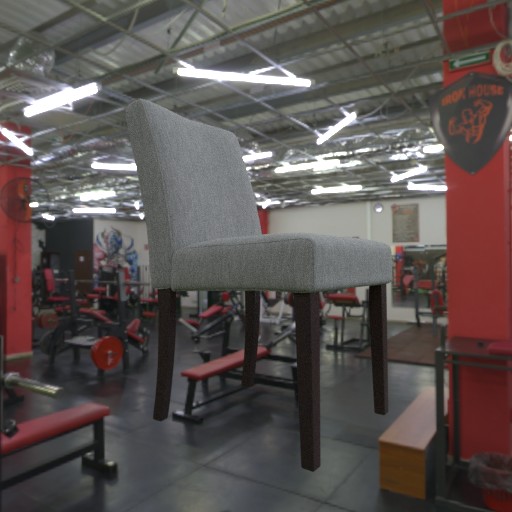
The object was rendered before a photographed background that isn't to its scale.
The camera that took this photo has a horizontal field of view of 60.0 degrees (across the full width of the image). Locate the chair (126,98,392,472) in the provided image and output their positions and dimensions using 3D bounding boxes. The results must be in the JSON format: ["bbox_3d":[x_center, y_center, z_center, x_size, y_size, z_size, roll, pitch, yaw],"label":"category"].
[{"bbox_3d":[0.000,0.000,1.252,0.629,0.884,0.487,0,-1,36],"label":"chair"}]
